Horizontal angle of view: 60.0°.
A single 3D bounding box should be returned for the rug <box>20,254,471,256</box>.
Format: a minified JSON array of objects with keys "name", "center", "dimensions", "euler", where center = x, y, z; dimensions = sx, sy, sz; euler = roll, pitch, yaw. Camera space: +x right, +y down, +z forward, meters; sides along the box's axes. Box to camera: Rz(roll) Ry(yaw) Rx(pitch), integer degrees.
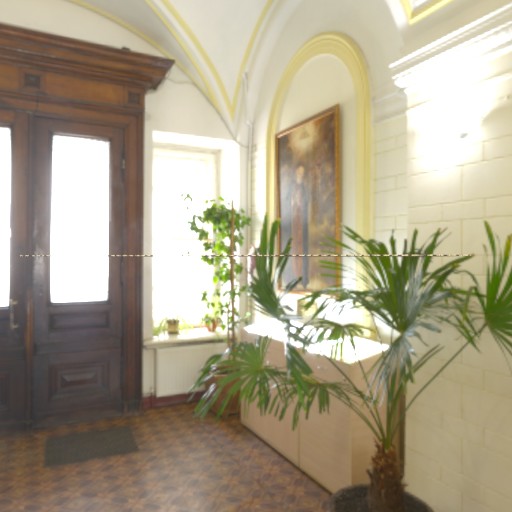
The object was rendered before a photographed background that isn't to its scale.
[{"name":"rug","center":[0.000,0.000,2.178],"dimensions":[1.750,0.004,1.177],"euler":[0,0,17]}]
